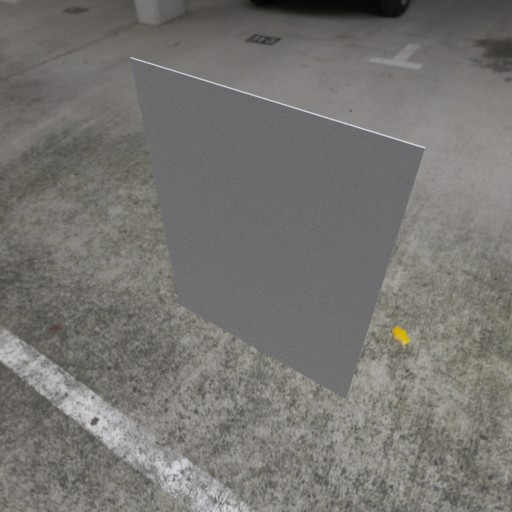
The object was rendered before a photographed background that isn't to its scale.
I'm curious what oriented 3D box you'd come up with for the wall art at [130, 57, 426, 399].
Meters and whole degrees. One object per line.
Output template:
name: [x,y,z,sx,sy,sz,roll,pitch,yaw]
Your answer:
wall art: [0.000,0.000,0.807,0.457,0.609,0.003,25,51,22]
